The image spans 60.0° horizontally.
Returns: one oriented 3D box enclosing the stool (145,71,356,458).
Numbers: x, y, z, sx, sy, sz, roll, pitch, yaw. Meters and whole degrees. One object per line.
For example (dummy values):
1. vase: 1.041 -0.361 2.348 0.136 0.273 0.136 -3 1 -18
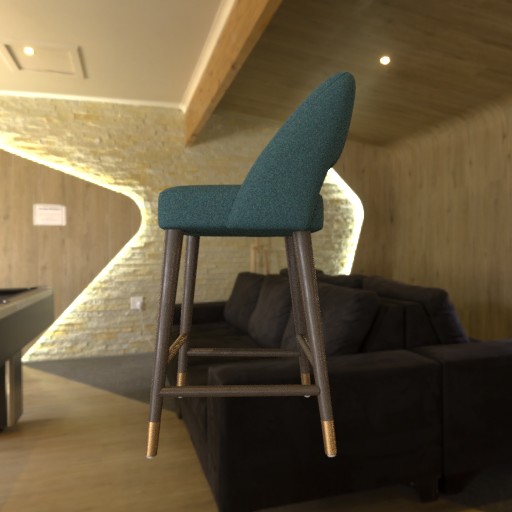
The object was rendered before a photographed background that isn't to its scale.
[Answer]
1. stool: 0.000 0.000 1.254 0.522 0.939 0.536 0 0 -1
